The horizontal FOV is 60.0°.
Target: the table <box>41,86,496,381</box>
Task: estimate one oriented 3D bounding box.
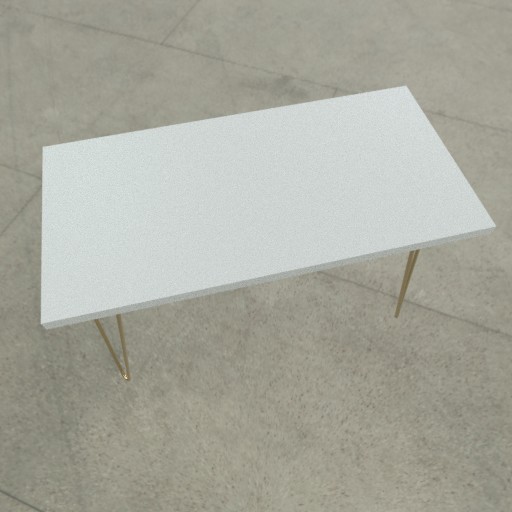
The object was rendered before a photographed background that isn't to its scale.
[{"bbox_3d":[0.000,0.000,1.339,0.991,0.660,0.498,-12,59,-7],"label":"table"}]
